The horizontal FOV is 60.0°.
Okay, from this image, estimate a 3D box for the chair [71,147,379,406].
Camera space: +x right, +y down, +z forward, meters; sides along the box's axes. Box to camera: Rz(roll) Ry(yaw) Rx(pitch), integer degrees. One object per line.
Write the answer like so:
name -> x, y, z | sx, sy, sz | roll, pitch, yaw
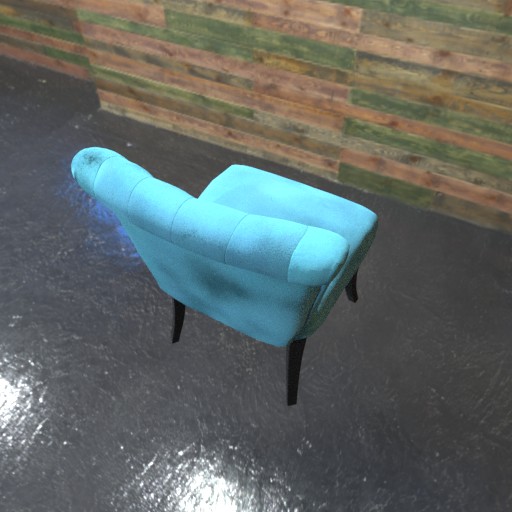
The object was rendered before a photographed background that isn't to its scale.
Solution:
chair -> 0.000, 0.000, 1.195 | 0.582, 0.750, 0.605 | 23, 51, 20
